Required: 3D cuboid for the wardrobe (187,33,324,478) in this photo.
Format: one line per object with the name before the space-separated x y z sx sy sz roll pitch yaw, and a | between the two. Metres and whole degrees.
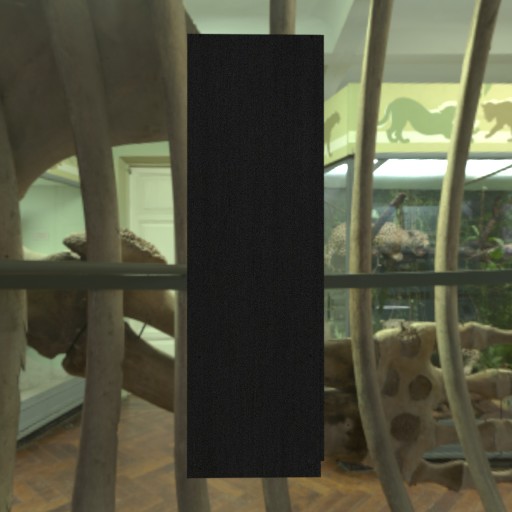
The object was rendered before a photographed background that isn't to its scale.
wardrobe | 0.000 0.000 2.299 0.577 1.808 0.991 0 0 -1
